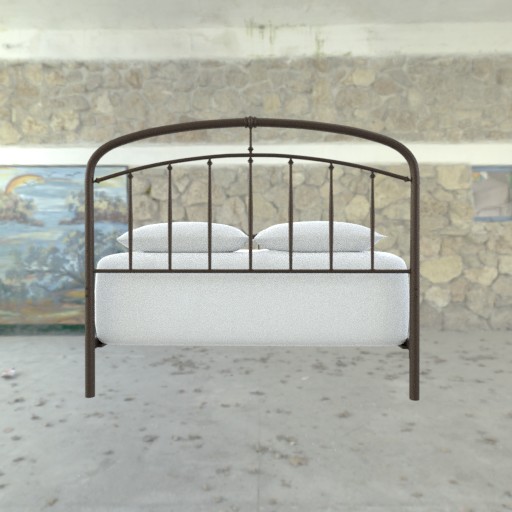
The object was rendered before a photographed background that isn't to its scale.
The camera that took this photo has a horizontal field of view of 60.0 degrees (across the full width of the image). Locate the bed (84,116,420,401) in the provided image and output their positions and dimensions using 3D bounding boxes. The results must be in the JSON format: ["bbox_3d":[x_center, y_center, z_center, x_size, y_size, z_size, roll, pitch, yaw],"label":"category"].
[{"bbox_3d":[0.000,0.000,3.301,1.711,1.425,2.180,0,0,1],"label":"bed"}]
